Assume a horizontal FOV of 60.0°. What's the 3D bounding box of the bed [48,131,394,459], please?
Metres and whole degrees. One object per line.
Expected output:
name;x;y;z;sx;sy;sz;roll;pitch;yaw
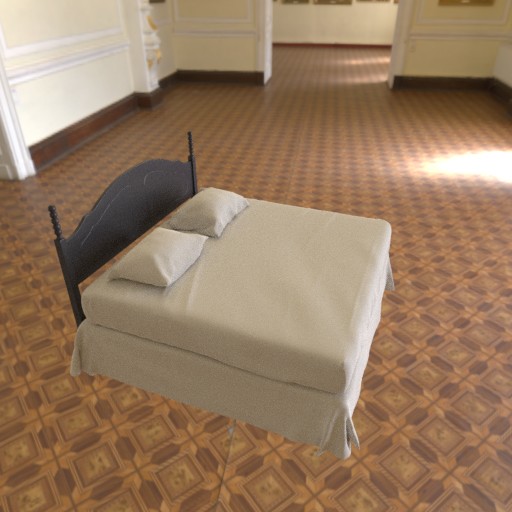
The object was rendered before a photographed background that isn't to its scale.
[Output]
bed;0.000;0.000;3.647;2.219;1.355;2.322;12;33;18
